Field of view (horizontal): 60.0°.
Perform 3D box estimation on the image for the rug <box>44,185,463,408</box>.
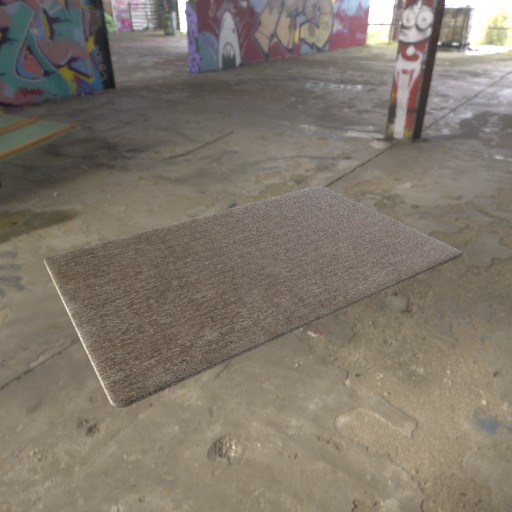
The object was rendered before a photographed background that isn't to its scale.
[{"bbox_3d":[0.000,0.000,3.049,2.469,0.024,1.539,-18,35,-28],"label":"rug"}]
